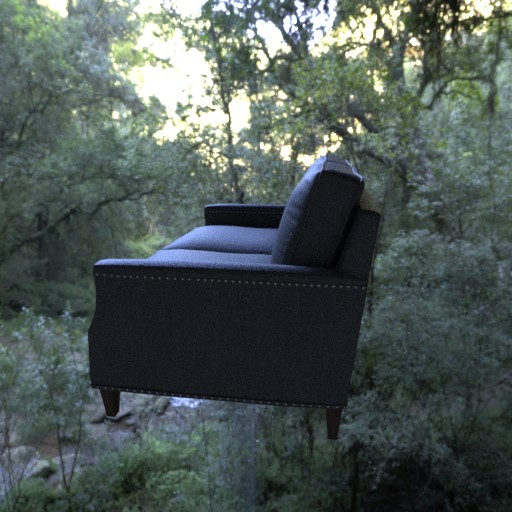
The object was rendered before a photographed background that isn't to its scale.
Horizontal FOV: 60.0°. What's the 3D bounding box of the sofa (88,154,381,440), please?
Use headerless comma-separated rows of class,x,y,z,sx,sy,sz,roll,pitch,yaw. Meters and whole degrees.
sofa,0.000,0.000,2.305,1.084,1.003,1.597,2,15,9
